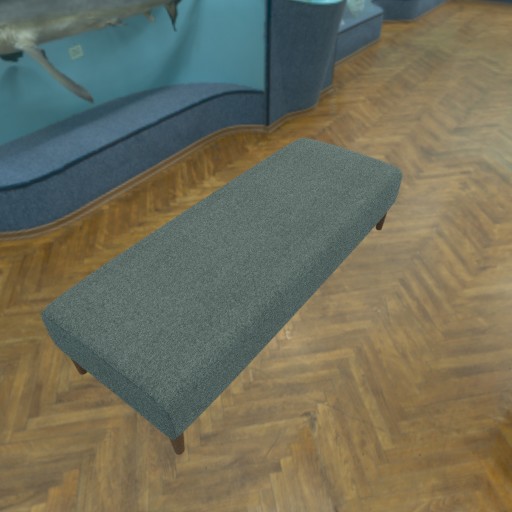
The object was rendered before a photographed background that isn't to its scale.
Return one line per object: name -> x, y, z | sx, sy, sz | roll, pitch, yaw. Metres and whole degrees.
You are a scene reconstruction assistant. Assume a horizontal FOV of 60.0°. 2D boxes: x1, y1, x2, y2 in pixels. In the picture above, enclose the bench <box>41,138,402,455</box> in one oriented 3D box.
bench -> 0.000, 0.000, 1.896 | 0.631, 0.384, 1.598 | 26, 47, 27
